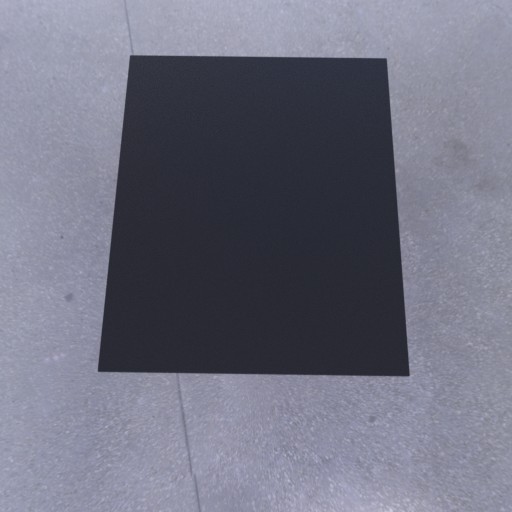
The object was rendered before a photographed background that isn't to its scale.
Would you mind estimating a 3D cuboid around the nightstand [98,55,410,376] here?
[{"bbox_3d":[0.000,0.000,0.930,0.402,0.623,0.479,1,75,0],"label":"nightstand"}]
